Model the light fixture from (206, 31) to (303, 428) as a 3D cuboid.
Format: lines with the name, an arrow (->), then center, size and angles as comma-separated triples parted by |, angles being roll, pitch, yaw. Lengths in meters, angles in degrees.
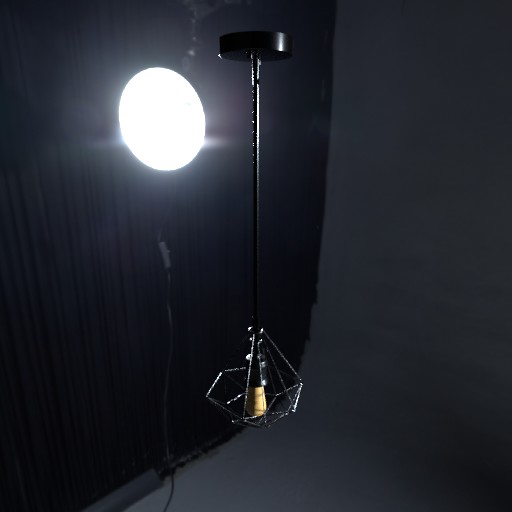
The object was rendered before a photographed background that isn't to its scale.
light fixture -> 0.000, 0.000, 1.975 | 0.487, 1.764, 0.431 | 14, 21, 42
